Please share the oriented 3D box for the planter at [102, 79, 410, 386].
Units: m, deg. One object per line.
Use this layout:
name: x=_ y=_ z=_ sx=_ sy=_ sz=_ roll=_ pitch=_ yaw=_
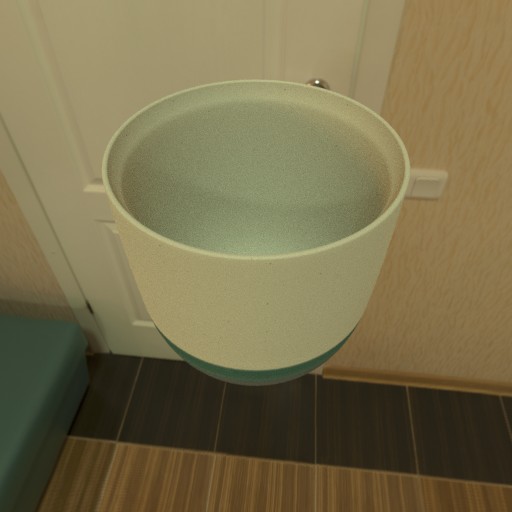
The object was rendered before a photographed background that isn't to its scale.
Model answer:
planter: x=0.000 y=0.000 z=0.378 sx=0.204 sy=0.214 sz=0.204 roll=0 pitch=47 yaw=0
